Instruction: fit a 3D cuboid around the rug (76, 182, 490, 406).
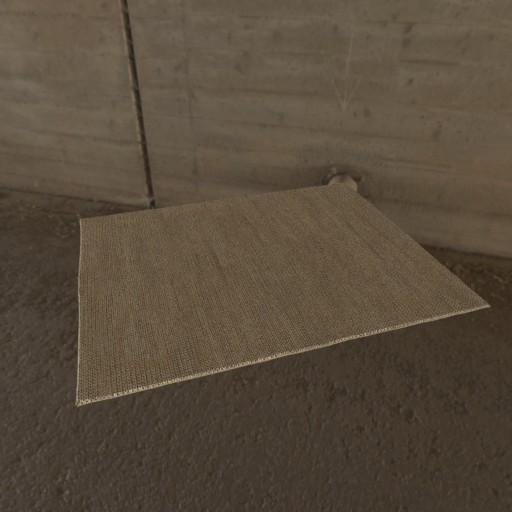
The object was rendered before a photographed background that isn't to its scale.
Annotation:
[{"bbox_3d":[0.000,0.000,4.003,3.052,0.030,2.429,-10,35,-15],"label":"rug"}]
